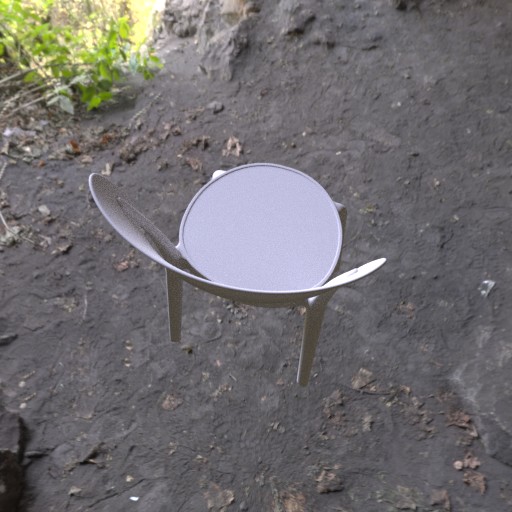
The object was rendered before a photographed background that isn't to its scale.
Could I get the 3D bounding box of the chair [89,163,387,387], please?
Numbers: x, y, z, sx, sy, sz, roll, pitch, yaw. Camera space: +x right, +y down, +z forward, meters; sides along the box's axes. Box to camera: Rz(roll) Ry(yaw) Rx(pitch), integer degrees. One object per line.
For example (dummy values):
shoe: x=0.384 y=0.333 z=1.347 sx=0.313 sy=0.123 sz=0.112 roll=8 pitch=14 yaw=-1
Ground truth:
chair: x=0.000 y=0.000 z=1.105 sx=0.506 sy=0.790 sz=0.491 roll=17 pitch=65 yaw=8
